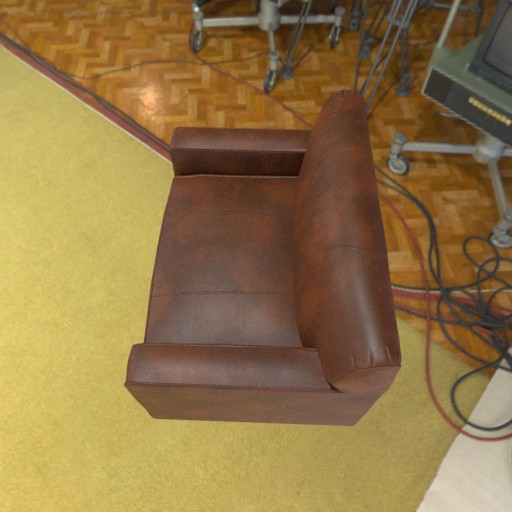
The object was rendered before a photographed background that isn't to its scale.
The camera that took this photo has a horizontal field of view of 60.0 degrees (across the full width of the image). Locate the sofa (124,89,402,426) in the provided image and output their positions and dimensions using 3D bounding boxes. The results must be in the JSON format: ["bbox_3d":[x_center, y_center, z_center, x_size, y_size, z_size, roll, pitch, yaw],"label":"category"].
[{"bbox_3d":[0.000,0.000,2.107,1.000,0.956,1.413,2,58,1],"label":"sofa"}]
